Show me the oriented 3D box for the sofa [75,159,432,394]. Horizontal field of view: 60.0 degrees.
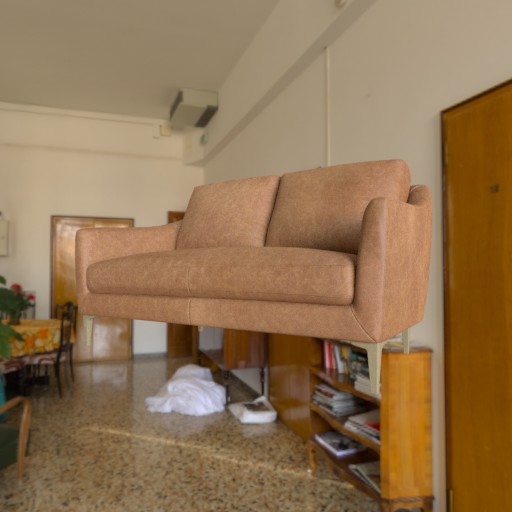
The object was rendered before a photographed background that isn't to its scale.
[{"bbox_3d":[0.000,0.000,2.167,1.619,0.902,0.960,-1,-2,35],"label":"sofa"}]
